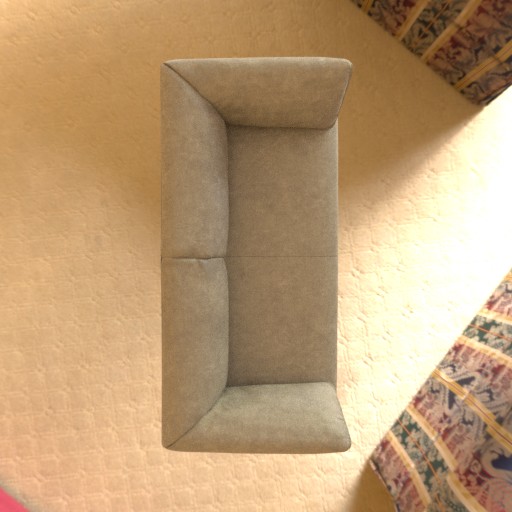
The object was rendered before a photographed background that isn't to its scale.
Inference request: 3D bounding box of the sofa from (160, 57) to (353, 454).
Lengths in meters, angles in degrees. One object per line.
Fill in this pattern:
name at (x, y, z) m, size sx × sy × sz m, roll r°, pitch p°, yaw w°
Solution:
sofa at (0.000, 0.000, 2.394) m, size 0.905 × 0.747 × 1.878 m, roll 0°, pitch 91°, yaw 1°
